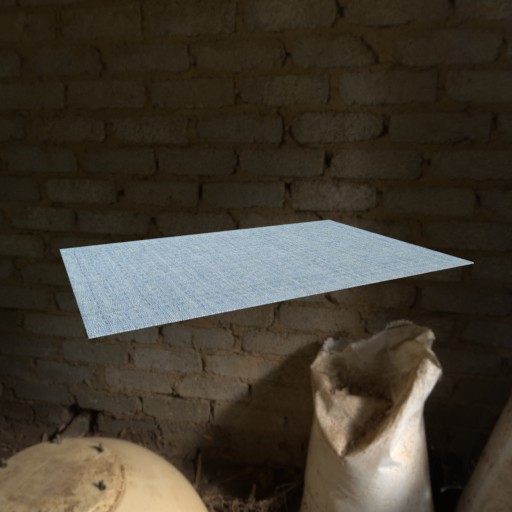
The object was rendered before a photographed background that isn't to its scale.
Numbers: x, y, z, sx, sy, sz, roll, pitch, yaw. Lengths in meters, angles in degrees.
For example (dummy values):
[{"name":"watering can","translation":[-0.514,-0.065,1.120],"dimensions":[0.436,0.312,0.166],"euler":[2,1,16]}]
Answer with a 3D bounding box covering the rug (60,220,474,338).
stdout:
[{"name":"rug","translation":[0.000,0.000,2.928],"dimensions":[2.286,0.006,1.522],"euler":[-8,18,-26]}]
